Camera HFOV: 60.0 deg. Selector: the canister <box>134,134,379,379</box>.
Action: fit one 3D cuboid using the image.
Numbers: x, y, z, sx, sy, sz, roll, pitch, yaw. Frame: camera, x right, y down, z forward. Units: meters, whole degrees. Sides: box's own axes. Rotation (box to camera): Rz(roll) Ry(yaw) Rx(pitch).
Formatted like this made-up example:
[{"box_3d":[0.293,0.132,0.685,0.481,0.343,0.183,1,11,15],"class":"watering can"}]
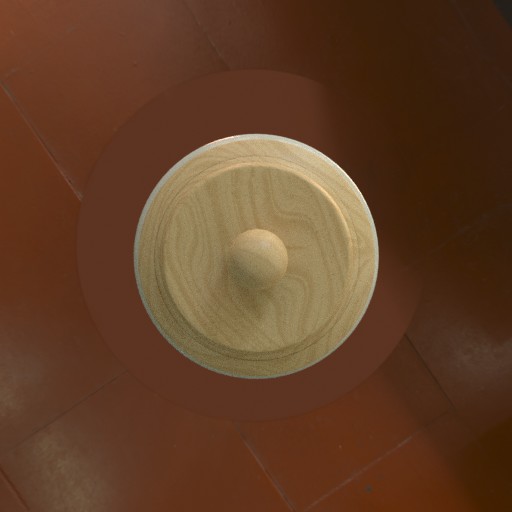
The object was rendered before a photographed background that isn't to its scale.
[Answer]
[{"box_3d":[0.000,0.000,0.264,0.130,0.176,0.130,0,91,0],"class":"canister"}]
